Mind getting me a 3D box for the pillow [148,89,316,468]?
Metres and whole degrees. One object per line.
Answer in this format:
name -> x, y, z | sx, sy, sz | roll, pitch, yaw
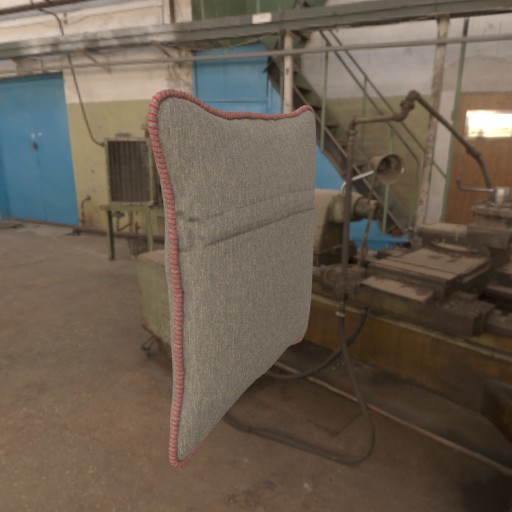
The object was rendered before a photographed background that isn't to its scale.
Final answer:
pillow -> 0.000, 0.000, 0.732 | 0.124, 0.491, 0.482 | 8, 18, 27
